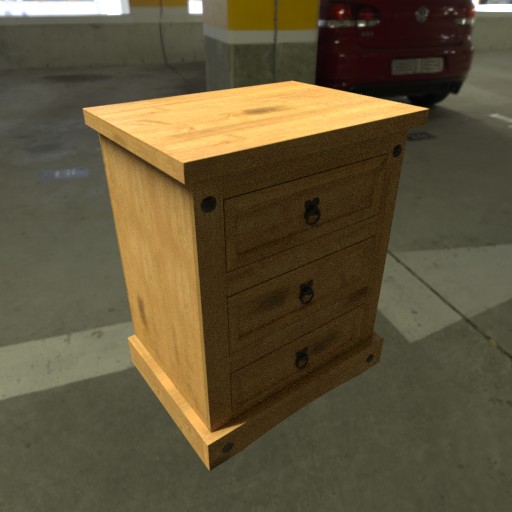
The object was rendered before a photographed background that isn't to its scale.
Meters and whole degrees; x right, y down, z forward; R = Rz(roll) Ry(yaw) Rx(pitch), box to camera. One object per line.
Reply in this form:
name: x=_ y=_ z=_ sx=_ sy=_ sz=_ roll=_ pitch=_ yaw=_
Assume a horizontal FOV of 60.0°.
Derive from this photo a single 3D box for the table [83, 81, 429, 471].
table: x=0.000 y=0.000 z=1.260 sx=0.660 sy=0.813 sz=0.500 roll=-21 pitch=36 yaw=-31
